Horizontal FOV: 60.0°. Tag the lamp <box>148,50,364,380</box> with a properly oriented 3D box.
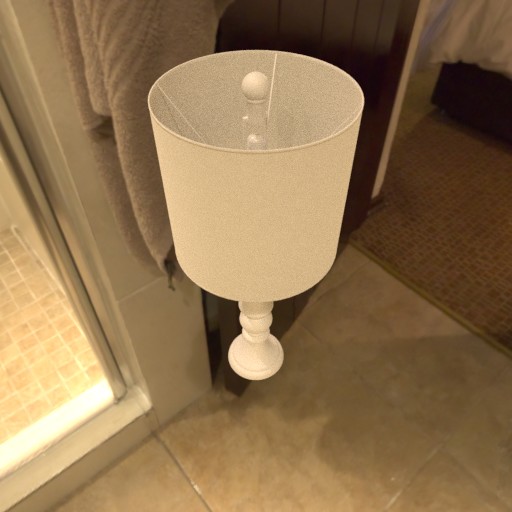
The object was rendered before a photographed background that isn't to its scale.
[{"bbox_3d":[0.000,0.000,0.718,0.250,0.597,0.250,9,47,9],"label":"lamp"}]
